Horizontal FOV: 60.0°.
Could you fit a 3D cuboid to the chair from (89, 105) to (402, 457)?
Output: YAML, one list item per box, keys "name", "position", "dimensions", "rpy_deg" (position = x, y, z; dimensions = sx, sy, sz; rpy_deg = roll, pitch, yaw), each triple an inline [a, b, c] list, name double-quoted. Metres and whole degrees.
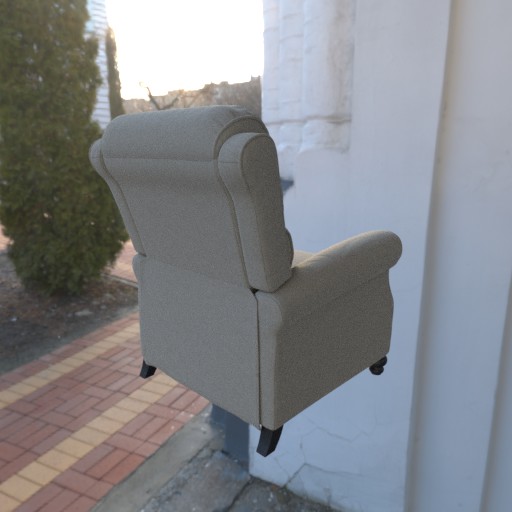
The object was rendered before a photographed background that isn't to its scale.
- name: "chair"
  position: [0.000, 0.000, 1.724]
  dimensions: [0.859, 1.046, 0.919]
  rpy_deg: [13, 19, 43]
